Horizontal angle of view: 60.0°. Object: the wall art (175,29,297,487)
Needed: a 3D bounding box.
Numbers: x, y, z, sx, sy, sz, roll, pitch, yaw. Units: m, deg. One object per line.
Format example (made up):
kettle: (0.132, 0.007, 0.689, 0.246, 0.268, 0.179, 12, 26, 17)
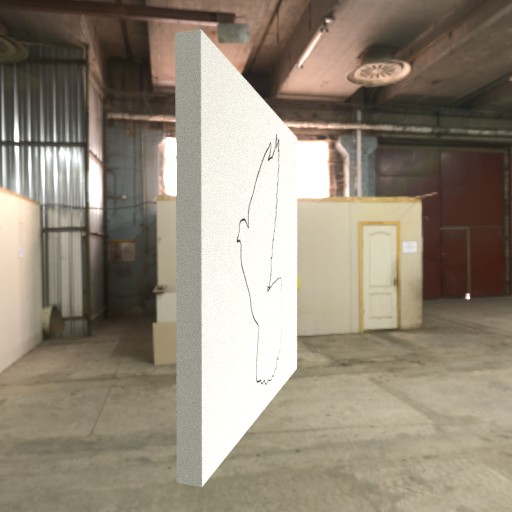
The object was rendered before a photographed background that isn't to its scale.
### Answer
wall art: (0.000, 0.000, 0.886, 0.038, 0.610, 0.610, 0, 1, 17)
